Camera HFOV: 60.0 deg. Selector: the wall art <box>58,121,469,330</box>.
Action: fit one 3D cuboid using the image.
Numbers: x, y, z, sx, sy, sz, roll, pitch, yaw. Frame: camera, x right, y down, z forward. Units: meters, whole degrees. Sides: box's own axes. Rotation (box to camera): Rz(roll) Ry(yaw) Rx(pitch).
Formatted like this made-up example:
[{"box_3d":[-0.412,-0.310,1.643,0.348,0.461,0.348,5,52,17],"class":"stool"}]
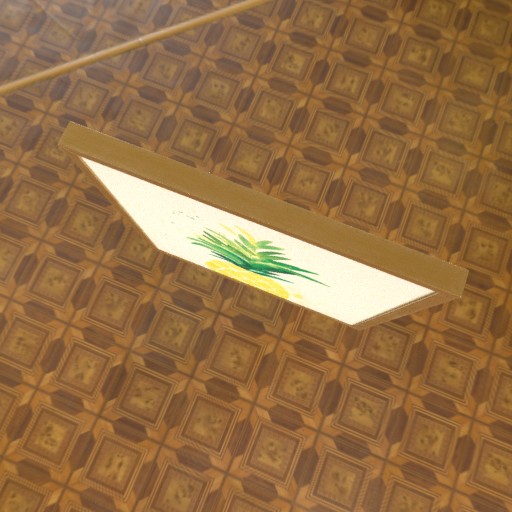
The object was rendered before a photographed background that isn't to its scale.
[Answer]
[{"box_3d":[0.000,0.000,0.770,0.510,0.509,0.033,21,77,5],"class":"wall art"}]
